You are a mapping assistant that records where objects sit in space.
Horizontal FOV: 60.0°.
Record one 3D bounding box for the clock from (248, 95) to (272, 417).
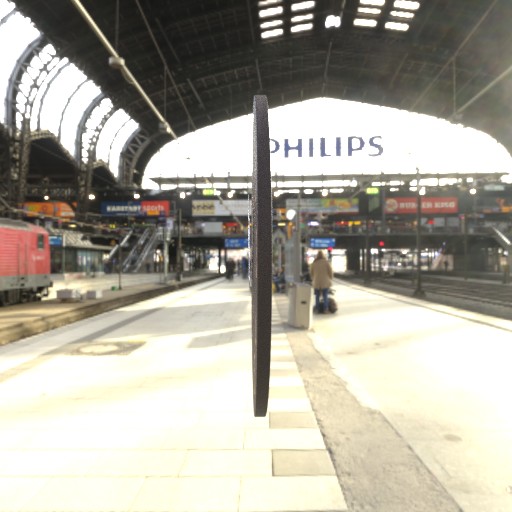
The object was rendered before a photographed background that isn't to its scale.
[{"bbox_3d":[0.000,0.000,0.872,0.029,0.595,0.595,0,-1,-1],"label":"clock"}]
